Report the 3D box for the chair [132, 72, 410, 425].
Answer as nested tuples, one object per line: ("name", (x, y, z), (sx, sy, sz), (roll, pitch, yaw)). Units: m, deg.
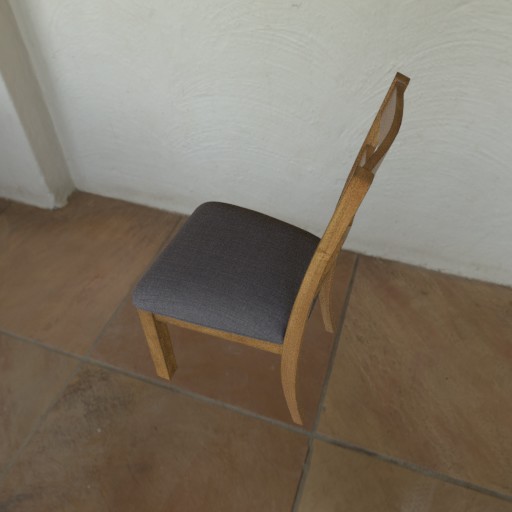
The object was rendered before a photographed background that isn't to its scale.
("chair", (0.000, 0.000, 1.233), (0.581, 0.949, 0.470), (16, 48, 15))
